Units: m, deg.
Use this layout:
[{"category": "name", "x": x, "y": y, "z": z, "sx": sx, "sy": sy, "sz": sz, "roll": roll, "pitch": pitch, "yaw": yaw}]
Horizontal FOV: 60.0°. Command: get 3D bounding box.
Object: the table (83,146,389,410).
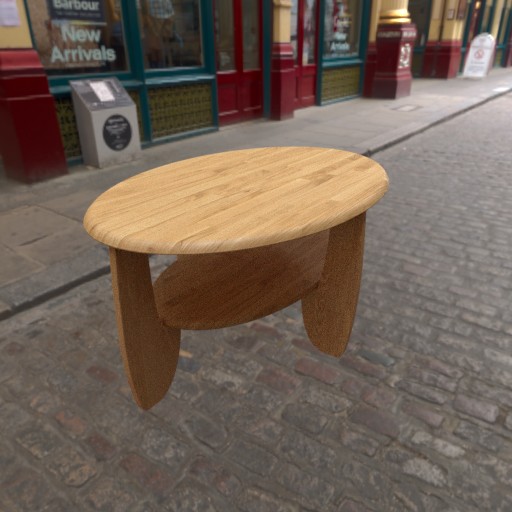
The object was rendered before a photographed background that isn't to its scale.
[{"category": "table", "x": 0.000, "y": 0.000, "z": 1.377, "sx": 0.690, "sy": 0.490, "sz": 1.040, "roll": 17, "pitch": 30, "yaw": 32}]
